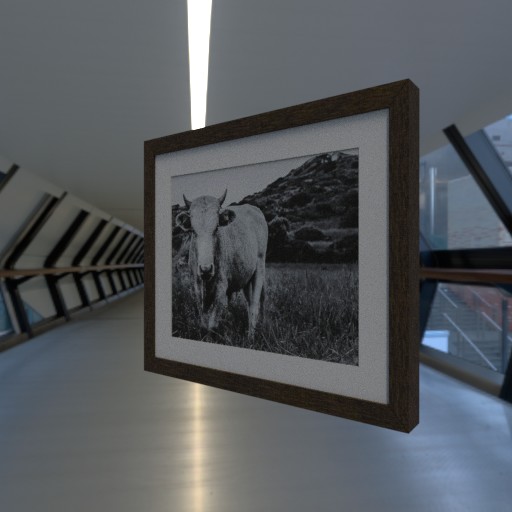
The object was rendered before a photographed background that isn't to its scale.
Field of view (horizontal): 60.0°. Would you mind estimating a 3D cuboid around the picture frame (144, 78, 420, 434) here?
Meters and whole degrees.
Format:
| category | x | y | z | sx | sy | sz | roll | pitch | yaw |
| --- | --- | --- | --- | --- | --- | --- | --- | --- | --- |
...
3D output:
| category | x | y | z | sx | sy | sz | roll | pitch | yaw |
| --- | --- | --- | --- | --- | --- | --- | --- | --- | --- |
| picture frame | 0.000 | 0.000 | 0.538 | 0.378 | 0.330 | 0.033 | 0 | 0 | 37 |
